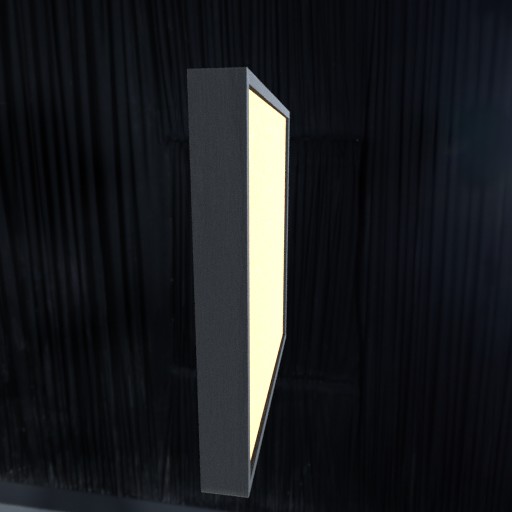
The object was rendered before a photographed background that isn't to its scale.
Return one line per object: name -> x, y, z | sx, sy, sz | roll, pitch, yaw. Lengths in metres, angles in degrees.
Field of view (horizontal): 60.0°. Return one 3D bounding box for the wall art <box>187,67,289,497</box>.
wall art -> 0.000, 0.000, 0.451 | 0.037, 0.305, 0.305 | 2, 13, 9
